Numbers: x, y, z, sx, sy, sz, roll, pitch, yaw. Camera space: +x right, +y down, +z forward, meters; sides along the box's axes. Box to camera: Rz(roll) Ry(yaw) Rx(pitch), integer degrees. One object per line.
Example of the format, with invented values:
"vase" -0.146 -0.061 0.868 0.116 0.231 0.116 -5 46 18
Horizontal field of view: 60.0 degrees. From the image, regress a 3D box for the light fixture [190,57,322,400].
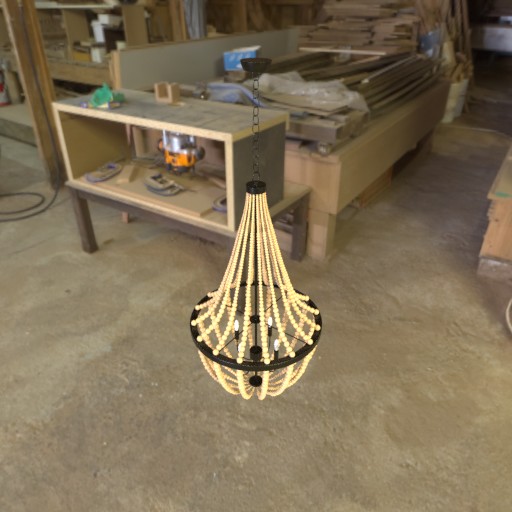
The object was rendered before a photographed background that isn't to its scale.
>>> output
"light fixture" 0.000 0.000 1.387 0.450 1.133 0.450 0 32 0
